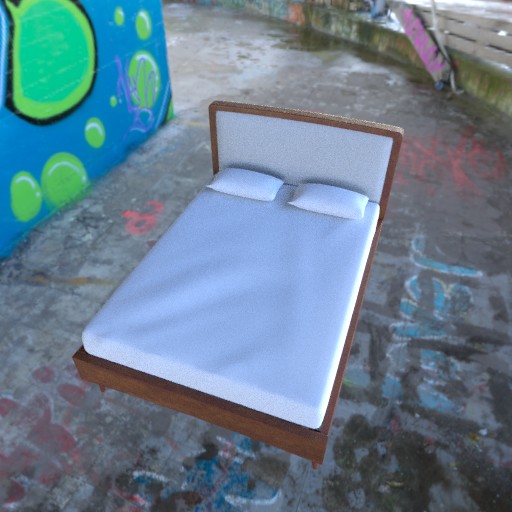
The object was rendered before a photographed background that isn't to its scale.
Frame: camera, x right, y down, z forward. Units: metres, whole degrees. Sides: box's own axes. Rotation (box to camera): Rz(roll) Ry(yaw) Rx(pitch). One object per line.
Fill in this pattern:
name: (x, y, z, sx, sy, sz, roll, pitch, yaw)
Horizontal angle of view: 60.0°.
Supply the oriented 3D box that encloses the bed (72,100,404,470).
bed: (0.000, 0.000, 3.169, 1.587, 1.275, 2.196, 14, 43, 15)
